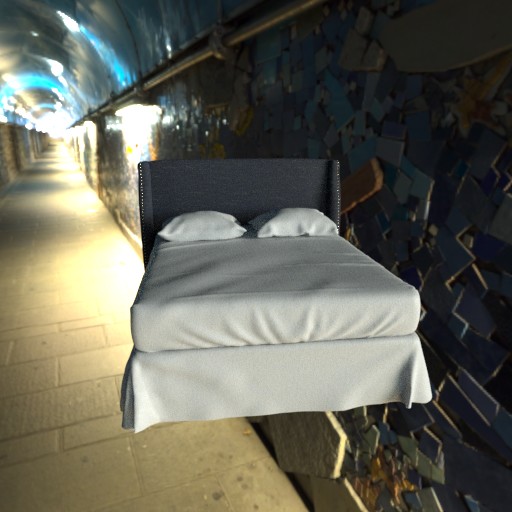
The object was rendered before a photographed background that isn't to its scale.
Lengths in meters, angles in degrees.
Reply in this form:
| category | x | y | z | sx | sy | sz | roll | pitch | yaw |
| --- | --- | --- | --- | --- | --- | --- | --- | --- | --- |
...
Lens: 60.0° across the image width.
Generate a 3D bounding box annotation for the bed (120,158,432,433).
| category | x | y | z | sx | sy | sz | roll | pitch | yaw |
| --- | --- | --- | --- | --- | --- | --- | --- | --- | --- |
| bed | 0.000 | 0.000 | 3.381 | 1.925 | 1.332 | 2.276 | -2 | 16 | -7 |
